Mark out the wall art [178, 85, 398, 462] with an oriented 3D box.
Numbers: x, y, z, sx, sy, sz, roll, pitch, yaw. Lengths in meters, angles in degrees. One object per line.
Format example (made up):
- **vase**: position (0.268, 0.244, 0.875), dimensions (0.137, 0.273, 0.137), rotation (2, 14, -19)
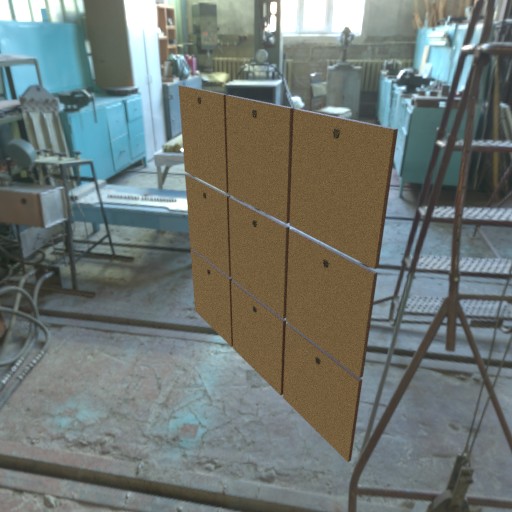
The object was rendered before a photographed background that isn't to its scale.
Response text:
- **wall art**: position (0.000, 0.000, 1.830), dimensions (0.024, 1.218, 1.221), rotation (-17, 32, -30)
